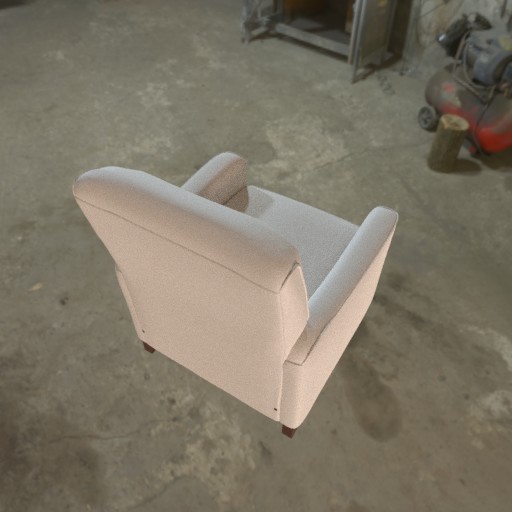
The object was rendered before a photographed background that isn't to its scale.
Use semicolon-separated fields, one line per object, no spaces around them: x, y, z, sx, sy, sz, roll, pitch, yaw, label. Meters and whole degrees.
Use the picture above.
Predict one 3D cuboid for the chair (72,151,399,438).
0.000;0.000;1.672;0.841;1.028;0.858;24;51;21;chair
